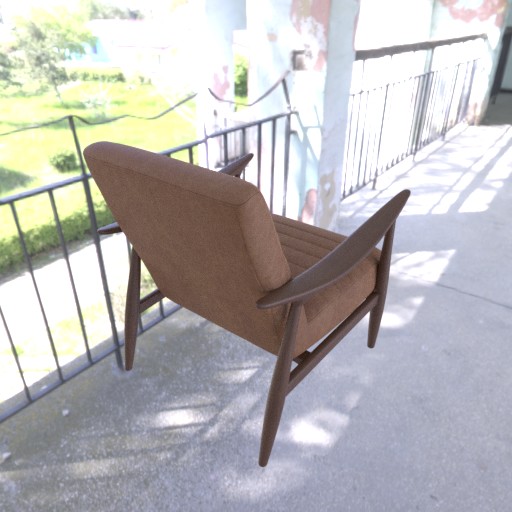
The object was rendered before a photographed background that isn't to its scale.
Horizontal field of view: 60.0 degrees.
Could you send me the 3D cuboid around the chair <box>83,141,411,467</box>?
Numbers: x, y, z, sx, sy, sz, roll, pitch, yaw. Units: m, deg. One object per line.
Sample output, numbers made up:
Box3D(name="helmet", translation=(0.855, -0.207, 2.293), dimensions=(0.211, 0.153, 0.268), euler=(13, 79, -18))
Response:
Box3D(name="chair", translation=(0.000, 0.000, 1.469), dimensions=(0.741, 0.832, 0.798), euler=(21, 36, 32))
